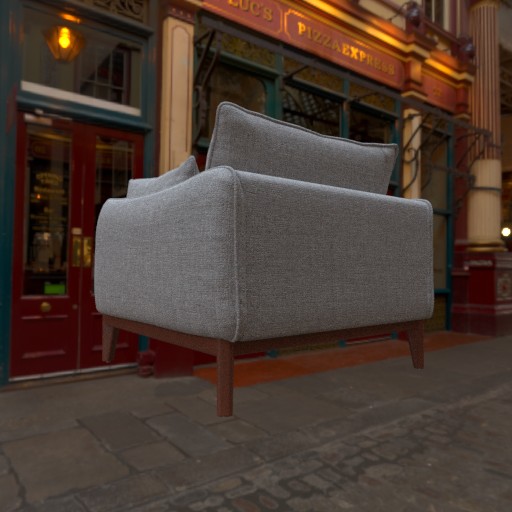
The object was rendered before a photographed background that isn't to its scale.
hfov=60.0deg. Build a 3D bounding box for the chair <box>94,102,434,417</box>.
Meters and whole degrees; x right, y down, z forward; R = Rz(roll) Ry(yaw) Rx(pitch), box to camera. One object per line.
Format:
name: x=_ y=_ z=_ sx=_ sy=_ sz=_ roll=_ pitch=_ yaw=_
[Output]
chair: x=0.000 y=0.000 z=1.720 sx=0.993 sy=0.839 sz=0.976 roll=1 pitch=-2 yaw=-38
